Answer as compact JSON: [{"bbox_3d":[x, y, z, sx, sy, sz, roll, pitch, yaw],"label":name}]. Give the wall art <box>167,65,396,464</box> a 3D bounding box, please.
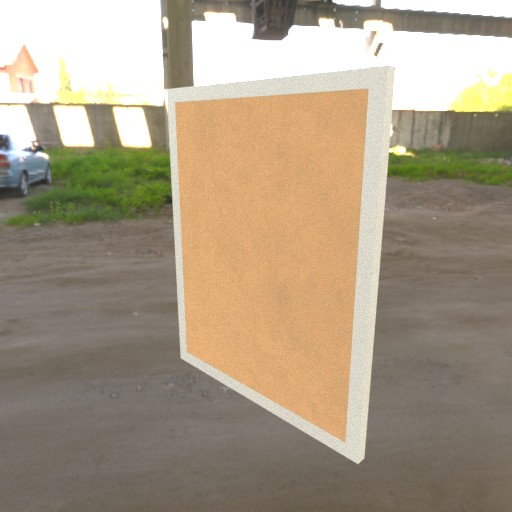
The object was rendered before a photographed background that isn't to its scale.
[{"bbox_3d":[0.000,0.000,1.096,0.026,0.811,0.661,-15,22,-43],"label":"wall art"}]
